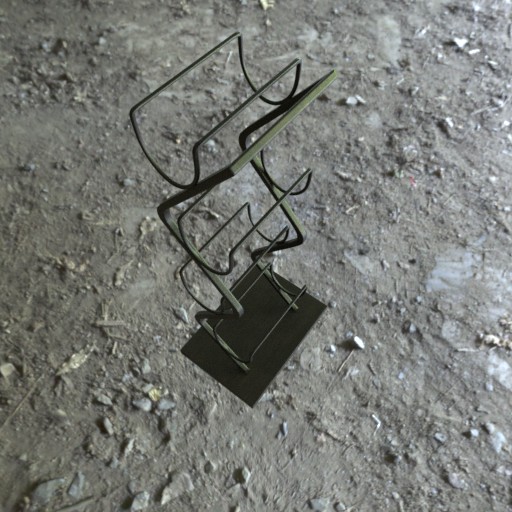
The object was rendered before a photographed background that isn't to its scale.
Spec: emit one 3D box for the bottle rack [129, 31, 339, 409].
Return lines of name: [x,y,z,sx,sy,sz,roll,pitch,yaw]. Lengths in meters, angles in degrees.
bottle rack: [0.000,0.000,0.661,0.178,0.559,0.254,33,63,19]
